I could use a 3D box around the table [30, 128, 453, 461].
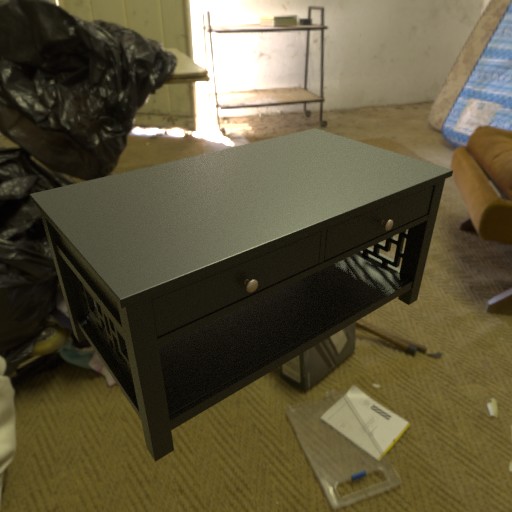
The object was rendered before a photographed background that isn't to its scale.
[{"bbox_3d":[0.000,0.000,1.394,1.068,0.493,0.612,-22,37,-32],"label":"table"}]
